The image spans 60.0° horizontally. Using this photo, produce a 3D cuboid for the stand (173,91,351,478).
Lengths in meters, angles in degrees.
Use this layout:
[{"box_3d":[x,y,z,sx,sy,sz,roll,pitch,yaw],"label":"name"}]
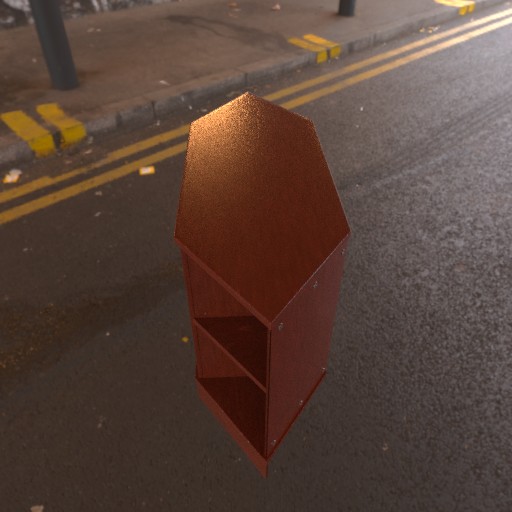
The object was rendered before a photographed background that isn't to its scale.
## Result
[{"box_3d":[0.000,0.000,1.355,0.381,0.614,1.072,-2,41,-2],"label":"stand"}]
